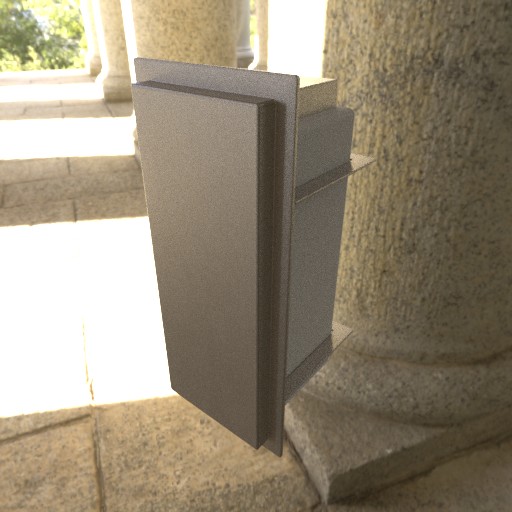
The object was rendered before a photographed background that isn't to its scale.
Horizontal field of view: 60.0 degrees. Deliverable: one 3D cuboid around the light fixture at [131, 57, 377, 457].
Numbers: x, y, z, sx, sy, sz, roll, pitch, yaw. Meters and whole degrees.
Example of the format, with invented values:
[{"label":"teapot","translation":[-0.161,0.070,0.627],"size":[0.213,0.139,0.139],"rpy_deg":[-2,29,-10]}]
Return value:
[{"label":"light fixture","translation":[0.000,0.000,0.464],"size":[0.168,0.380,0.160],"rpy_deg":[22,36,33]}]
